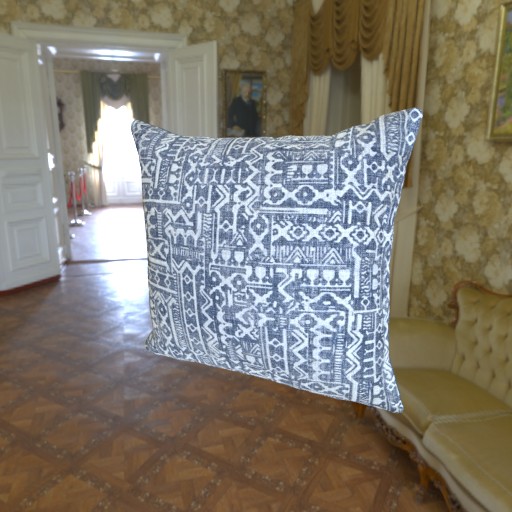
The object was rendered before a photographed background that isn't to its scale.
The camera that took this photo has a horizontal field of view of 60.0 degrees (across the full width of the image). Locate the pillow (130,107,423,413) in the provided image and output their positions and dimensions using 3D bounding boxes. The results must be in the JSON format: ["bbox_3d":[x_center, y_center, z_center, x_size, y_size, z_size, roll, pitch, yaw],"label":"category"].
[{"bbox_3d":[0.000,0.000,0.795,0.546,0.487,0.180,7,15,27],"label":"pillow"}]
